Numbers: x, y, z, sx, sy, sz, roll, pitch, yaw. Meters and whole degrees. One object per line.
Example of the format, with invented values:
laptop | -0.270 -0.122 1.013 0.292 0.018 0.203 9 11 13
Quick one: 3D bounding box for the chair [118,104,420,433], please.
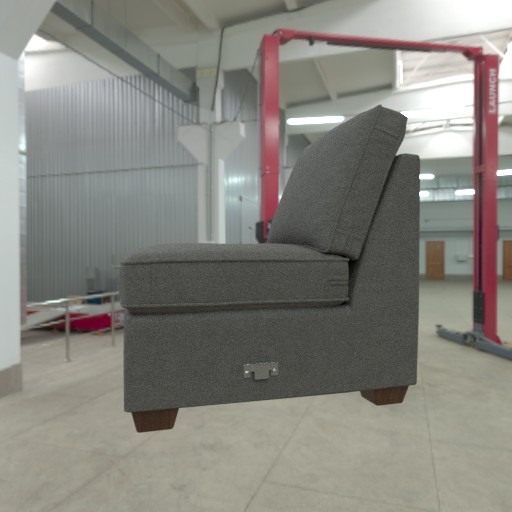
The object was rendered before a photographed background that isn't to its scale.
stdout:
chair | 0.000 0.000 1.584 0.938 0.970 0.621 0 0 -17
